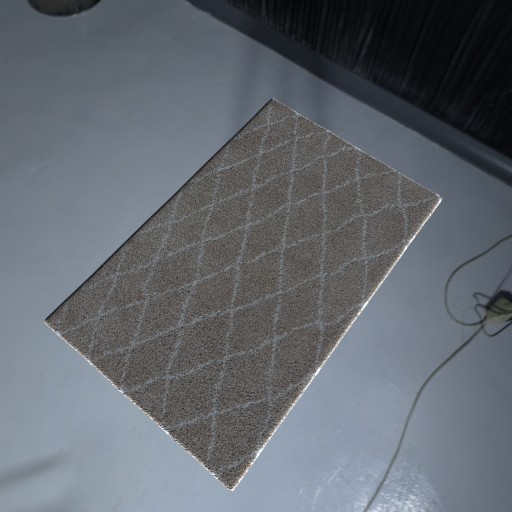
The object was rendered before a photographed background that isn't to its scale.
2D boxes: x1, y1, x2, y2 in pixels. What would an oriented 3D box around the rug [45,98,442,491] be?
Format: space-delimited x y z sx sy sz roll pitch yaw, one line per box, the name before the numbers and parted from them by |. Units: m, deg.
rug | 0.000 0.000 3.447 1.778 0.030 2.743 36 70 15
